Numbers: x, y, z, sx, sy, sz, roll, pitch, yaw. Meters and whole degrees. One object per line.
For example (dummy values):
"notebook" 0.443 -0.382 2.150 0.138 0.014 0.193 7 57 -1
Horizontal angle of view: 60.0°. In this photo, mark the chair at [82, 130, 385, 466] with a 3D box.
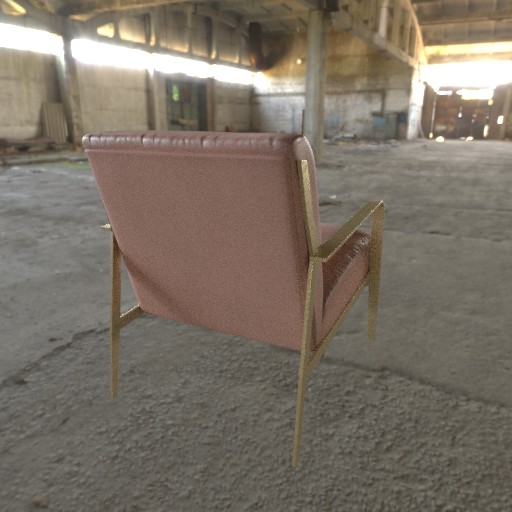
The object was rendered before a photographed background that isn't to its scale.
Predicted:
"chair" 0.000 0.000 1.487 0.701 0.823 0.848 9 19 26
